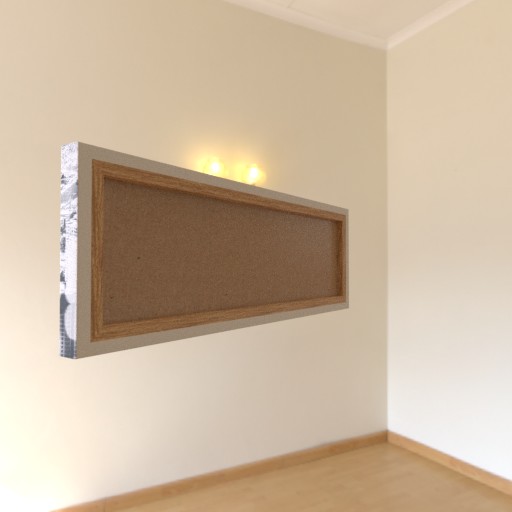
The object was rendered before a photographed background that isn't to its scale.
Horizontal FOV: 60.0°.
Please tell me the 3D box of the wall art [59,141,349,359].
[{"bbox_3d":[0.000,0.000,0.836,0.038,0.255,0.763,-1,-2,36],"label":"wall art"}]
